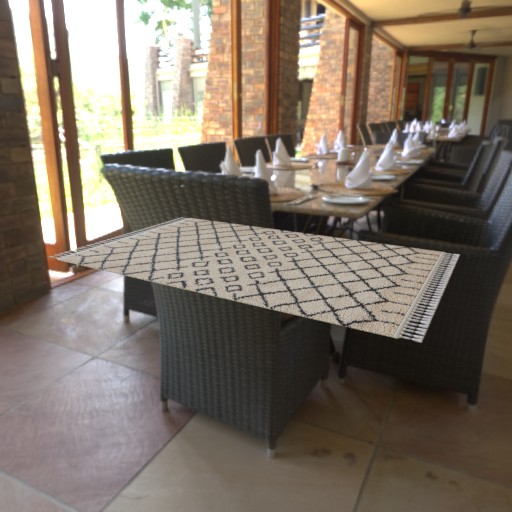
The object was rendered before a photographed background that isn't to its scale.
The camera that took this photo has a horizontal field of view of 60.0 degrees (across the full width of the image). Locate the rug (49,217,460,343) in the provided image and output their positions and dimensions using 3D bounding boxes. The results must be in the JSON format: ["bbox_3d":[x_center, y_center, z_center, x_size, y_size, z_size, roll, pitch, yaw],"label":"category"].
[{"bbox_3d":[0.000,0.000,2.510,2.006,0.008,1.196,10,20,28],"label":"rug"}]
